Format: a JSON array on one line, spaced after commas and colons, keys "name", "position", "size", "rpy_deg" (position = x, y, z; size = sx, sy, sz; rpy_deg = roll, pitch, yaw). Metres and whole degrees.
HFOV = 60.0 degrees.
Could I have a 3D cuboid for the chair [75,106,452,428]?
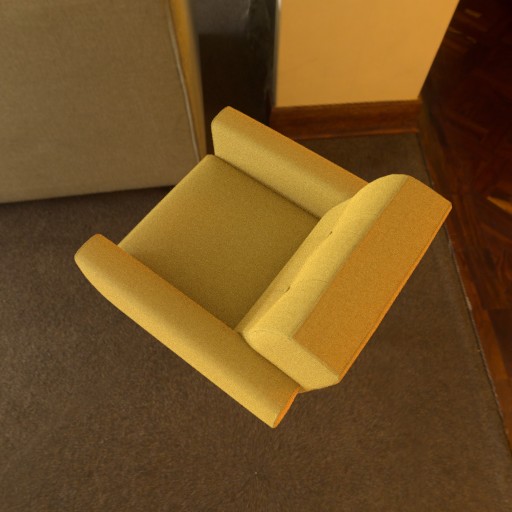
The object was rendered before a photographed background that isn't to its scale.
[{"name": "chair", "position": [0.000, 0.000, 1.559], "size": [0.909, 0.841, 0.831], "rpy_deg": [34, 69, 15]}]
